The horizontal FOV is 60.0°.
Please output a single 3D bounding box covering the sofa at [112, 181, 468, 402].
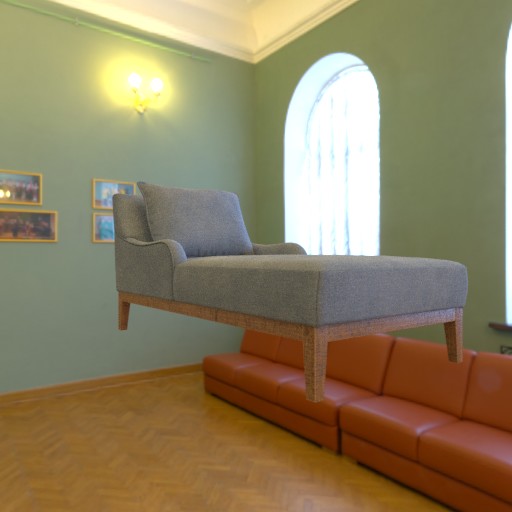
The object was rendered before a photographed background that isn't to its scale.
[{"bbox_3d":[0.000,0.000,2.275,0.904,0.883,1.779,0,0,-37],"label":"sofa"}]
